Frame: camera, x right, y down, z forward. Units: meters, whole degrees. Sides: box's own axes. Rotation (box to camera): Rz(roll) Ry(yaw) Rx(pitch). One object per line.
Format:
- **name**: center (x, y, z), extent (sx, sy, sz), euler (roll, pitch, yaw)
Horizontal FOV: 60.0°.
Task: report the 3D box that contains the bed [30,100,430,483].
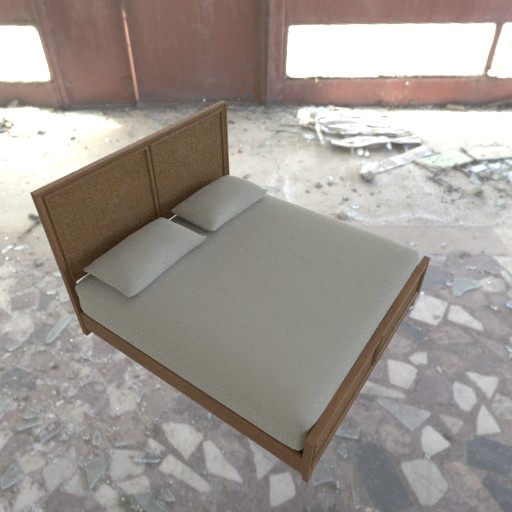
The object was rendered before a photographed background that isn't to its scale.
- **bed**: center (0.000, 0.000, 3.472), extent (2.184, 1.387, 2.003), euler (24, 45, 26)
